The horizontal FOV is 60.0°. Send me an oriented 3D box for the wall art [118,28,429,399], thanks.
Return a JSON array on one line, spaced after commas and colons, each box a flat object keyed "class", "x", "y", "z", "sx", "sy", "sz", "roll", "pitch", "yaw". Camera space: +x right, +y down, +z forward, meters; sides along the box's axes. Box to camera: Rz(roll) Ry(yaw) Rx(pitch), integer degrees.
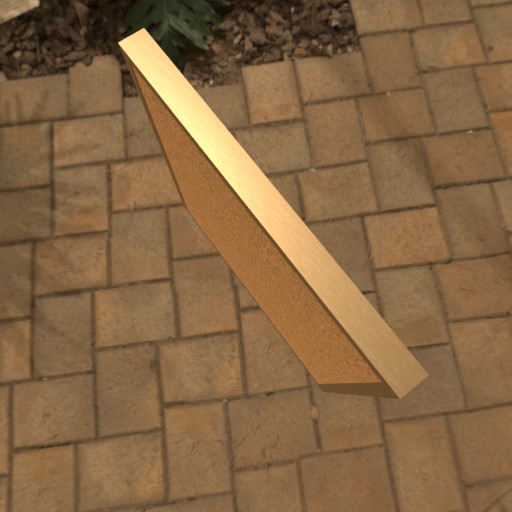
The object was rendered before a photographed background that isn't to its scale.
[{"class": "wall art", "x": 0.000, "y": 0.000, "z": 0.725, "sx": 0.037, "sy": 0.509, "sz": 0.510, "roll": -35, "pitch": 77, "yaw": -10}]
